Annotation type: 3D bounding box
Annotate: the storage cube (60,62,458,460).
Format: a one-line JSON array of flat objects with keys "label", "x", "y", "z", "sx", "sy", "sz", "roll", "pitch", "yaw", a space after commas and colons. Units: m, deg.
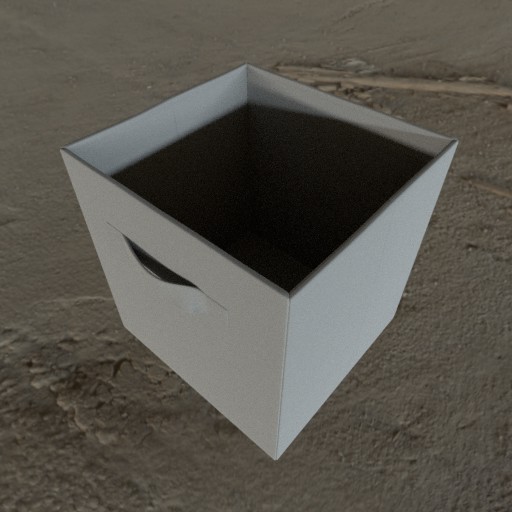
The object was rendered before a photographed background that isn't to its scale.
[{"label": "storage cube", "x": 0.000, "y": 0.000, "z": 0.498, "sx": 0.270, "sy": 0.280, "sz": 0.270, "roll": 32, "pitch": 54, "yaw": 27}]
